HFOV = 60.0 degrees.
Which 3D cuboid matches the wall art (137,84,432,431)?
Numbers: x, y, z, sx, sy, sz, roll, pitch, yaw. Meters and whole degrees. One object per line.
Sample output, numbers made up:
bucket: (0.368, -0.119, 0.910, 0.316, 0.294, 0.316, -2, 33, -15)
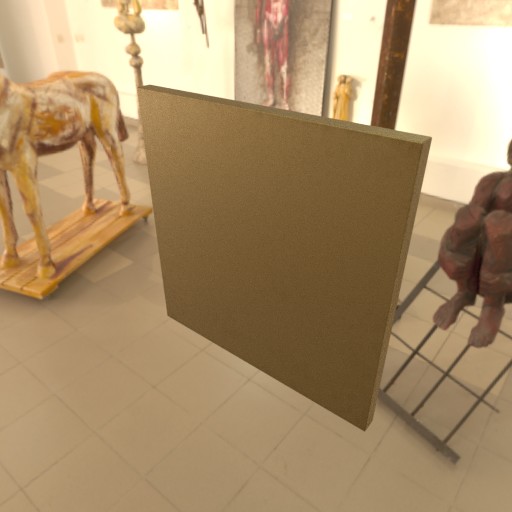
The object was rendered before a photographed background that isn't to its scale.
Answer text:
wall art: (0.000, 0.000, 0.774, 0.503, 0.506, 0.030, 23, 38, 32)
